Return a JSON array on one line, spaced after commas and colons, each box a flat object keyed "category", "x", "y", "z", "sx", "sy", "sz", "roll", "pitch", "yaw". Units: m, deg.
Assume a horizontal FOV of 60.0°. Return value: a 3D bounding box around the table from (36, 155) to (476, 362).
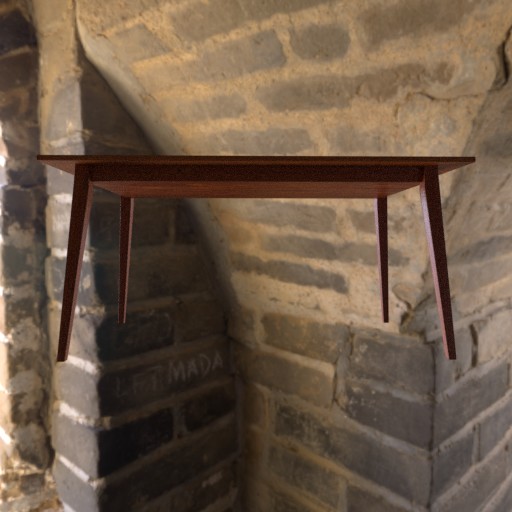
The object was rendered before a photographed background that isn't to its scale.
[{"category": "table", "x": 0.000, "y": 0.000, "z": 2.034, "sx": 1.609, "sy": 0.755, "sz": 0.811, "roll": 0, "pitch": 1, "yaw": -1}]
